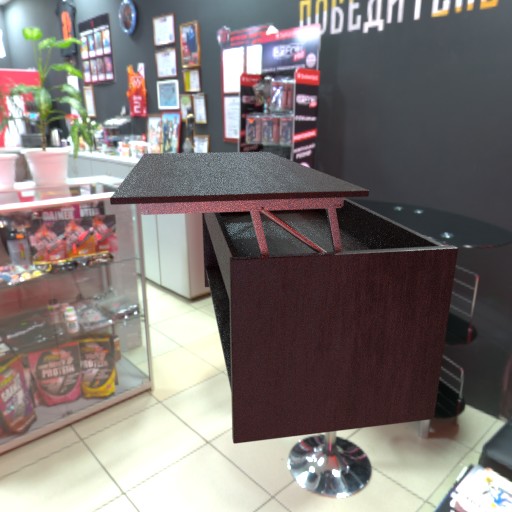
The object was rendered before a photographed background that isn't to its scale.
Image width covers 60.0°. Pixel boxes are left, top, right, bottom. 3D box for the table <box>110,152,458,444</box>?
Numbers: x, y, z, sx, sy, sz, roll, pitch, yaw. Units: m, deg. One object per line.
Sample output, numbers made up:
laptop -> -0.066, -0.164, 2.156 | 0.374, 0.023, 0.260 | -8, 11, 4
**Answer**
table -> 0.000, 0.000, 1.413 | 0.712, 0.570, 1.000 | -3, 18, -10
